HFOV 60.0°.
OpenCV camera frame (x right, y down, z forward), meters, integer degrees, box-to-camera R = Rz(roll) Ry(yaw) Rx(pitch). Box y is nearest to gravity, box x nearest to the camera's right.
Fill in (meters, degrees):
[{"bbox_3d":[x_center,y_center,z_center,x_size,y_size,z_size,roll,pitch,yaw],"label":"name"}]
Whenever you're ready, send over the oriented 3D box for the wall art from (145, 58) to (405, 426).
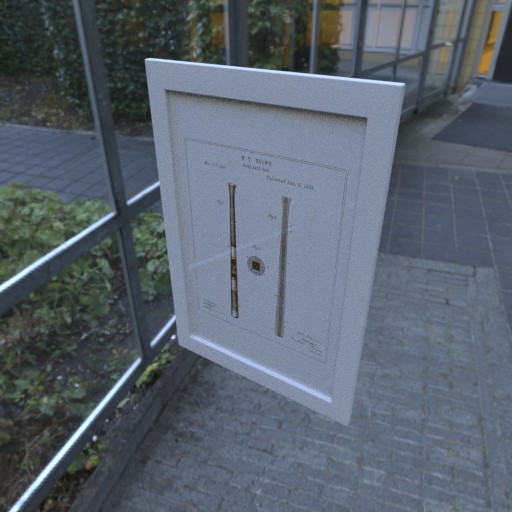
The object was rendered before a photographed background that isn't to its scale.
[{"bbox_3d":[0.000,0.000,0.614,0.329,0.482,0.011,18,36,27],"label":"wall art"}]
